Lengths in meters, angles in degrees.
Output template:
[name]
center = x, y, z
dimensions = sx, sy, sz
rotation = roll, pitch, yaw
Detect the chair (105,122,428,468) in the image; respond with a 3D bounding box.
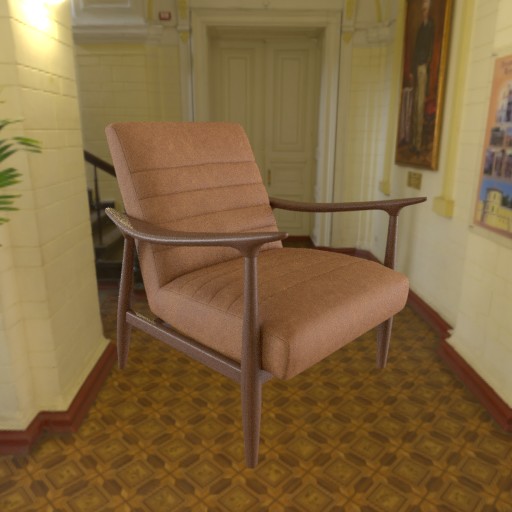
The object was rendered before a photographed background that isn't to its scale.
[chair]
center = 0.000, 0.000, 1.416
dimensions = 0.798, 0.832, 0.741
rotation = 15, 21, 42
